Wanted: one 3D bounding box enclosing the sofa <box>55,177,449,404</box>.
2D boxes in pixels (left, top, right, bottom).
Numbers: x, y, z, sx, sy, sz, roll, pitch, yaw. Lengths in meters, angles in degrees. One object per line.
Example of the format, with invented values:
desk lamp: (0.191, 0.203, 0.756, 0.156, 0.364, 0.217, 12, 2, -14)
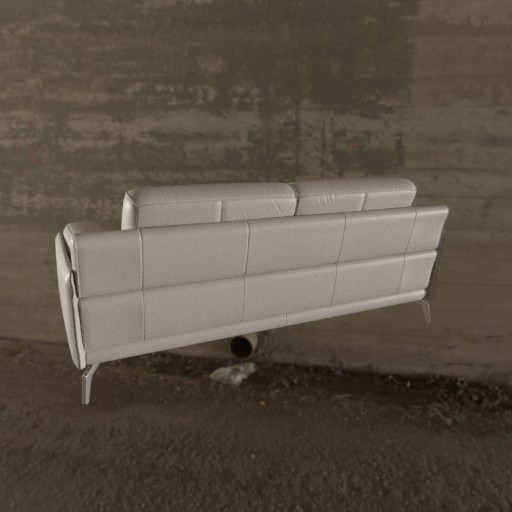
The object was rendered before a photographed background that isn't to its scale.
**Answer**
sofa: (0.000, 0.000, 2.563, 2.101, 0.930, 1.049, -7, 15, -25)
